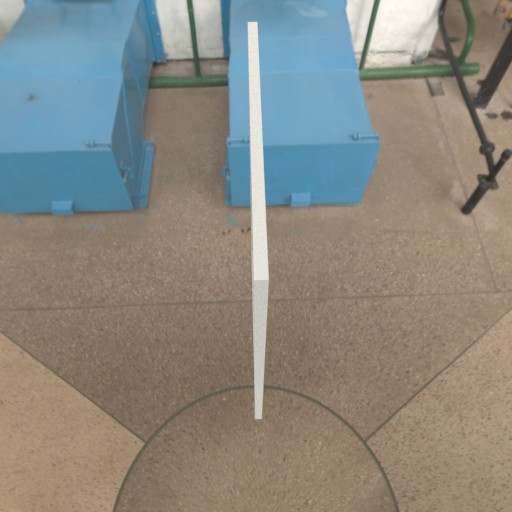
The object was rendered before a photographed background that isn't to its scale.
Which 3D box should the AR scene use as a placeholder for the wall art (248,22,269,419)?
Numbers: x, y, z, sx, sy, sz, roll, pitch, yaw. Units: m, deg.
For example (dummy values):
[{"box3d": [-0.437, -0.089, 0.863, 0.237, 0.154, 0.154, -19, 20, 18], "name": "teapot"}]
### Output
[{"box3d": [0.000, 0.000, 0.698, 0.013, 0.533, 0.381, -1, 58, -1], "name": "wall art"}]
